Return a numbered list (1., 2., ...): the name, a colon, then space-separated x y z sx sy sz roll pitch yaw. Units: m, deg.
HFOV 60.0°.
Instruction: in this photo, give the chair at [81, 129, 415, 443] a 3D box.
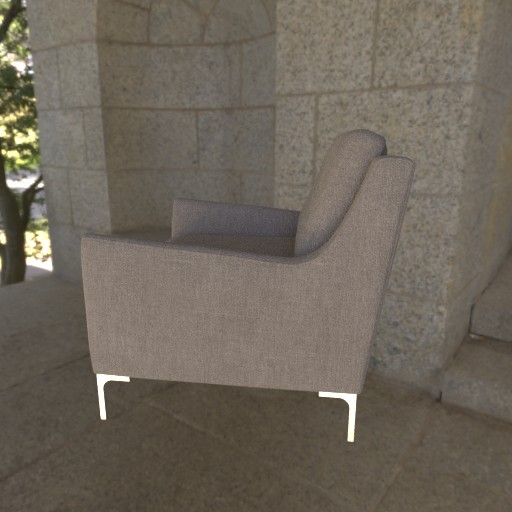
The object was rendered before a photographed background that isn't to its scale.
1. chair: 0.000 0.000 1.529 0.849 0.828 0.847 2 15 8
